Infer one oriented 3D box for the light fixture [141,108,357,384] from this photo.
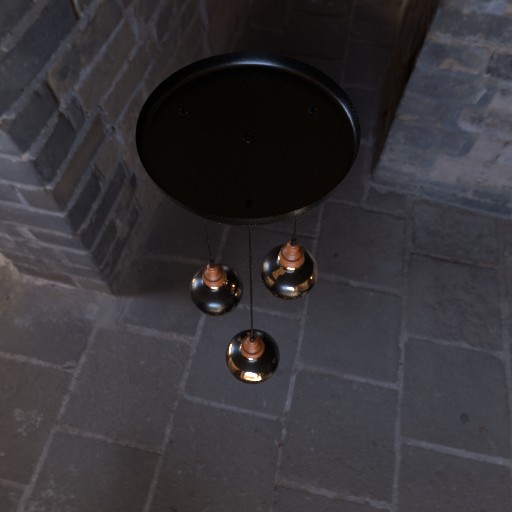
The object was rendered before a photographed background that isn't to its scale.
[{"bbox_3d":[0.000,0.000,1.728,0.605,1.410,0.608,-32,66,-16],"label":"light fixture"}]
